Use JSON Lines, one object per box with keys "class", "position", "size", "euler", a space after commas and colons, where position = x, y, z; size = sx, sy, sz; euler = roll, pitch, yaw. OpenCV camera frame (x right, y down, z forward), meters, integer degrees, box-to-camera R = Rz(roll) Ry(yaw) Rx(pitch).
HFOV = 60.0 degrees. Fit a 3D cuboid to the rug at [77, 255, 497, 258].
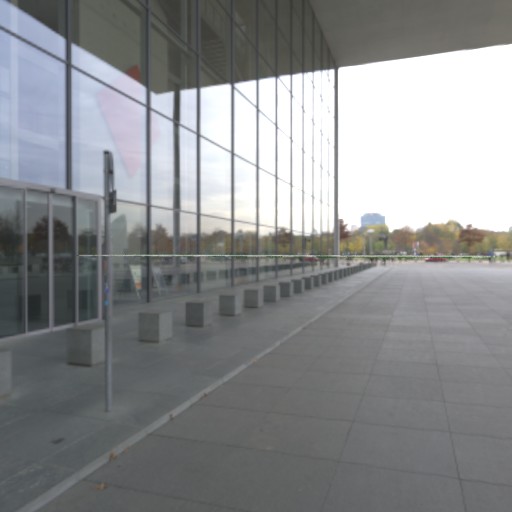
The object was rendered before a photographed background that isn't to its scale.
{"class": "rug", "position": [0.000, 0.000, 2.621], "size": [2.438, 0.006, 0.761], "euler": [0, 0, 35]}
